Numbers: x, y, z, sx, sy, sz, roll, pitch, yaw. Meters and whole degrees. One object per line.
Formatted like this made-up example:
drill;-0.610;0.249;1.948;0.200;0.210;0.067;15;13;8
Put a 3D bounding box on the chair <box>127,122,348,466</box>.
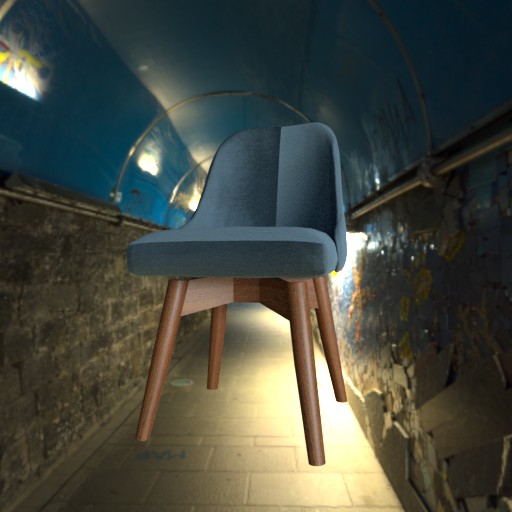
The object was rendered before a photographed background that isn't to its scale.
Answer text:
chair;0.000;0.000;1.239;0.503;0.882;0.589;0;0;18
